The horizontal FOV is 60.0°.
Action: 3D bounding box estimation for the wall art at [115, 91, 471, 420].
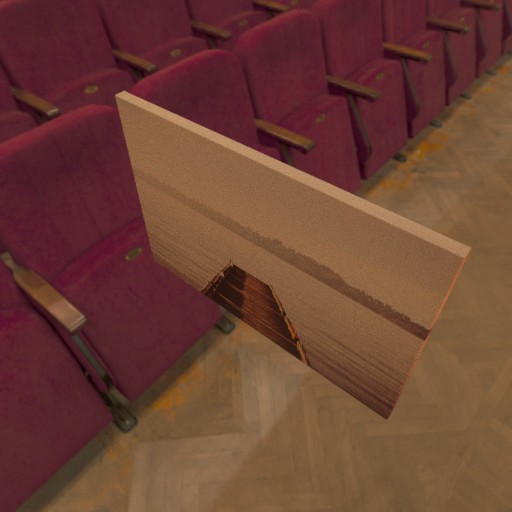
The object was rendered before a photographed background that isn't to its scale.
[{"bbox_3d":[0.000,0.000,0.778,0.615,0.410,0.021,31,53,27],"label":"wall art"}]
